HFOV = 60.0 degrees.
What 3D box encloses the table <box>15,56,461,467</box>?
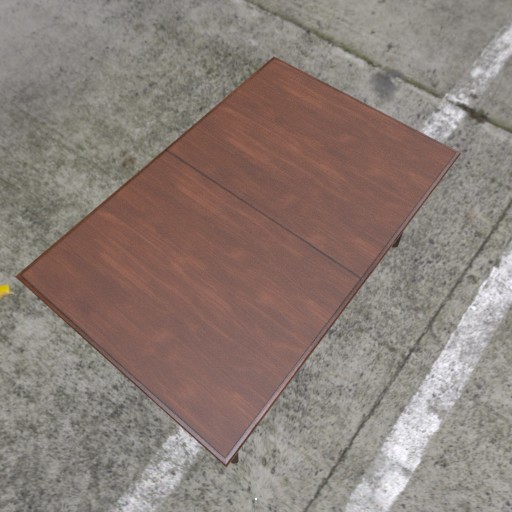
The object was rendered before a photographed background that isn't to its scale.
[{"bbox_3d":[0.000,0.000,2.051,0.990,0.761,1.524,35,67,17],"label":"table"}]
